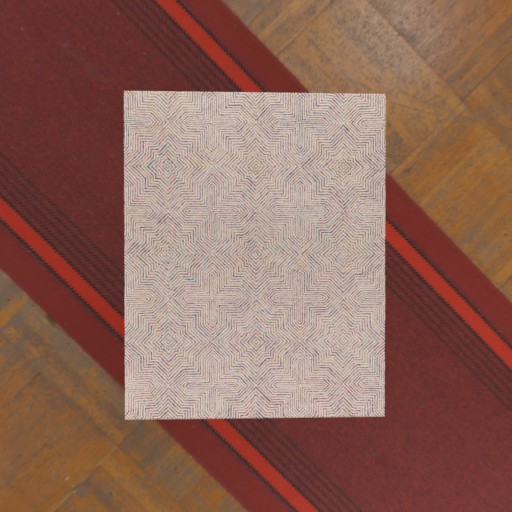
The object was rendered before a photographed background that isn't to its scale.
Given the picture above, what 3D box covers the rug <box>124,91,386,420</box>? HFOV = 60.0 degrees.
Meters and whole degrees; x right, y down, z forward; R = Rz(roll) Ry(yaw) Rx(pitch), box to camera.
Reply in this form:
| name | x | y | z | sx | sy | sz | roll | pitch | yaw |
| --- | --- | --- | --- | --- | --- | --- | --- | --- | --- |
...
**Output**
| name | x | y | z | sx | sy | sz | roll | pitch | yaw |
| --- | --- | --- | --- | --- | --- | --- | --- | --- | --- |
| rug | 0.000 | 0.000 | 4.144 | 2.442 | 0.008 | 3.046 | 0 | 91 | -2 |
